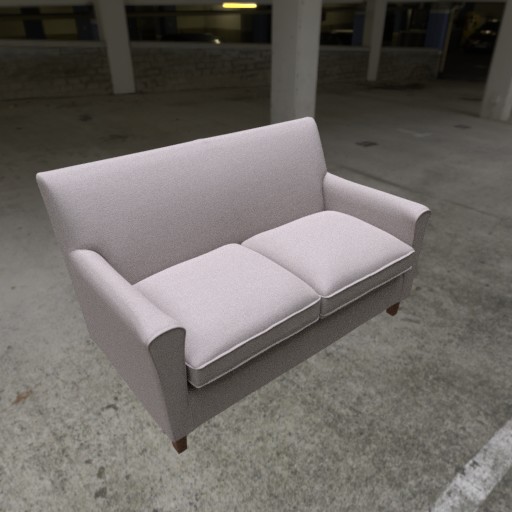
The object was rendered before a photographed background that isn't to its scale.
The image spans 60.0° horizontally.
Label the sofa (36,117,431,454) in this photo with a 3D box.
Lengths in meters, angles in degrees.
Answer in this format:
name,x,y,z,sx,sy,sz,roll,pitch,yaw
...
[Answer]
name,x,y,z,sx,sy,sz,roll,pitch,yaw
sofa,0.000,0.000,2.030,1.482,0.890,0.888,-22,37,-33
